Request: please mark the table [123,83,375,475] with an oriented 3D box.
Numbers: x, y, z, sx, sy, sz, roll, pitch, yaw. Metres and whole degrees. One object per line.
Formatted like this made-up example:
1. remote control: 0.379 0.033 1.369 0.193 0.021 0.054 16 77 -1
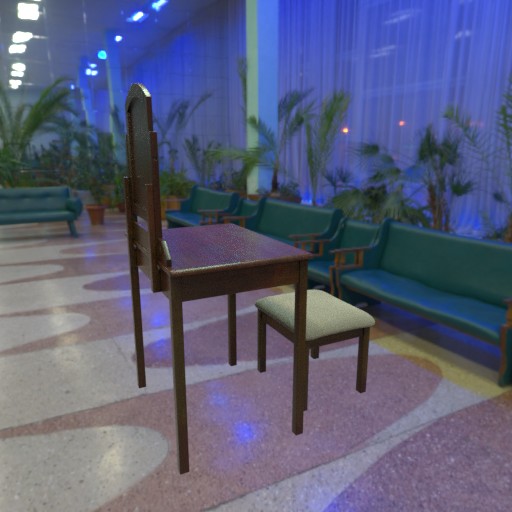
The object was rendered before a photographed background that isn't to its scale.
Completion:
1. table: 0.000 0.000 2.320 1.211 1.631 0.876 -7 16 -26
